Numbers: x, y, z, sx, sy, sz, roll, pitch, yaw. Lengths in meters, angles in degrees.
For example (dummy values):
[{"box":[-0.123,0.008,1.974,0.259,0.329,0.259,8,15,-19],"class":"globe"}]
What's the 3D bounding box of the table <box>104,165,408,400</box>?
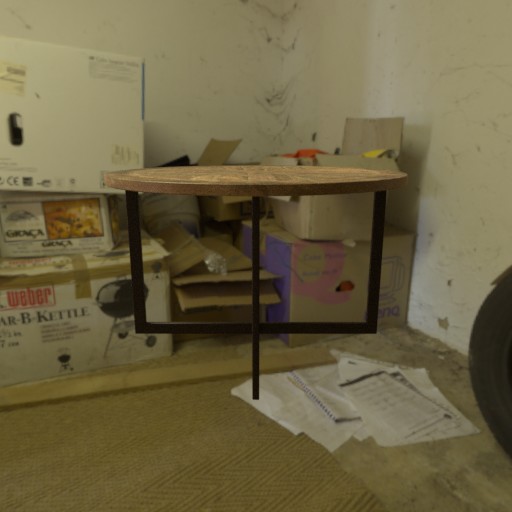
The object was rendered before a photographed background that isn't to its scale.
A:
[{"box":[0.000,0.000,2.035,1.264,0.762,1.264,0,14,0],"class":"table"}]
